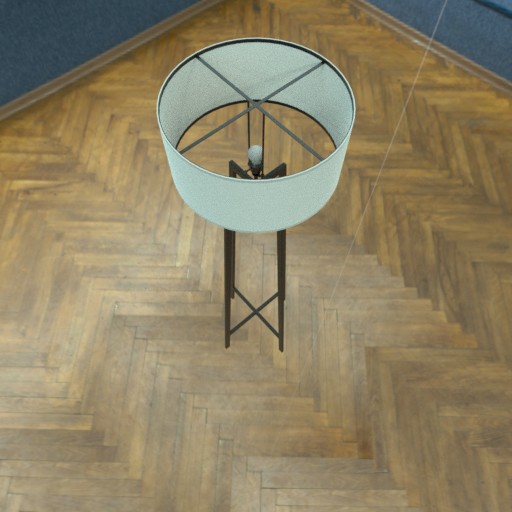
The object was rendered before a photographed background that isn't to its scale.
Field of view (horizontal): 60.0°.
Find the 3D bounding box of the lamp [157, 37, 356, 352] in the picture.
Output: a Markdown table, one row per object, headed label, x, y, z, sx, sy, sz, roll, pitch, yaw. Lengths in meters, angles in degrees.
| label | x | y | z | sx | sy | sz | roll | pitch | yaw |
| --- | --- | --- | --- | --- | --- | --- | --- | --- | --- |
| lamp | 0.000 | 0.000 | 1.690 | 0.456 | 1.510 | 0.457 | -38 | 68 | -18 |
